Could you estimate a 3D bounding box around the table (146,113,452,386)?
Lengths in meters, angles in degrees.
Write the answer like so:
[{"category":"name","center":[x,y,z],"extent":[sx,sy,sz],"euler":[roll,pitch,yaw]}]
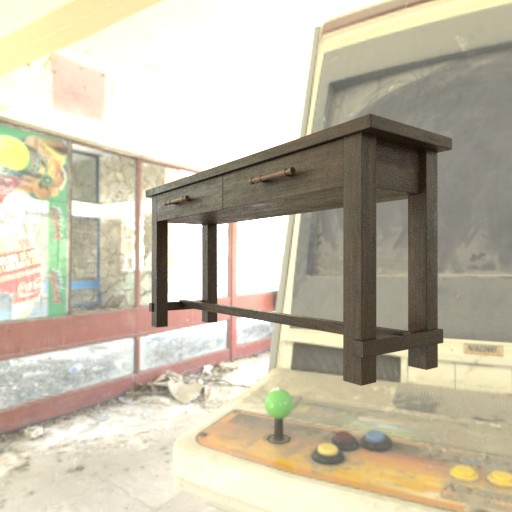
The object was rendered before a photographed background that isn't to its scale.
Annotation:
[{"category":"table","center":[0.000,0.000,1.971],"extent":[0.442,0.762,1.599],"euler":[1,-1,-36]}]
